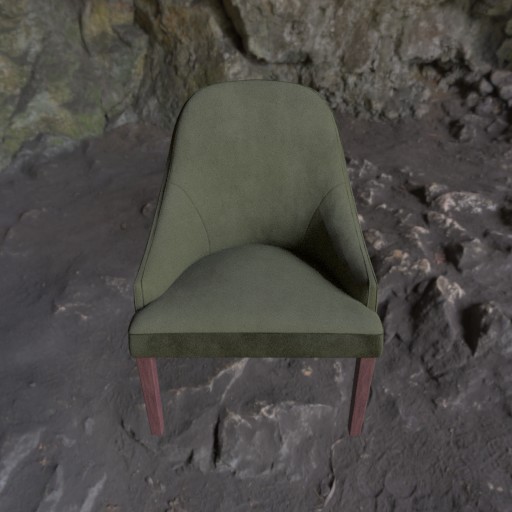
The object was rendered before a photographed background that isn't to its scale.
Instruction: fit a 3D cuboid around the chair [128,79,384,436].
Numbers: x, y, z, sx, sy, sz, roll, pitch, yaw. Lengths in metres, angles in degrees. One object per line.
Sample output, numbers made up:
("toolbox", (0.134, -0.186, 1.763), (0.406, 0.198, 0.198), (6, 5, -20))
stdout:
("chair", (0.000, 0.000, 1.292), (0.643, 0.889, 0.575), (0, 30, 0))
